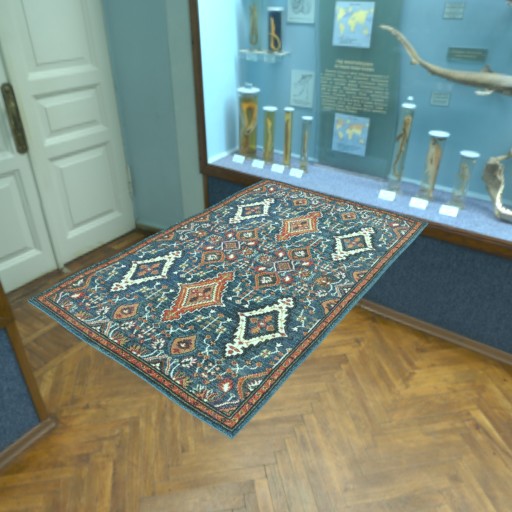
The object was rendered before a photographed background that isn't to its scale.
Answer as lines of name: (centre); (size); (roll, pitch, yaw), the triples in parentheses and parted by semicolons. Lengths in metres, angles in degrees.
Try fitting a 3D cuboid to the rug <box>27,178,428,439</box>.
rug: (0.000, 0.000, 2.299); (1.195, 0.014, 1.847); (21, 37, 31)
